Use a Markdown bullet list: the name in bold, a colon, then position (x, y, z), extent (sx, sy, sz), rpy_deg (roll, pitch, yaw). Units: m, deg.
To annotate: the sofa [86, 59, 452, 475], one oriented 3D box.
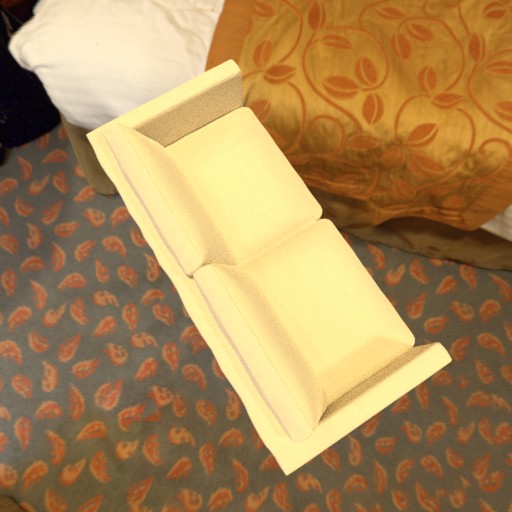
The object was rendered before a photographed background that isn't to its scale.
- **sofa**: position (0.000, 0.000, 2.471), extent (0.940, 0.870, 1.987), rpy_deg (-31, 76, -9)
